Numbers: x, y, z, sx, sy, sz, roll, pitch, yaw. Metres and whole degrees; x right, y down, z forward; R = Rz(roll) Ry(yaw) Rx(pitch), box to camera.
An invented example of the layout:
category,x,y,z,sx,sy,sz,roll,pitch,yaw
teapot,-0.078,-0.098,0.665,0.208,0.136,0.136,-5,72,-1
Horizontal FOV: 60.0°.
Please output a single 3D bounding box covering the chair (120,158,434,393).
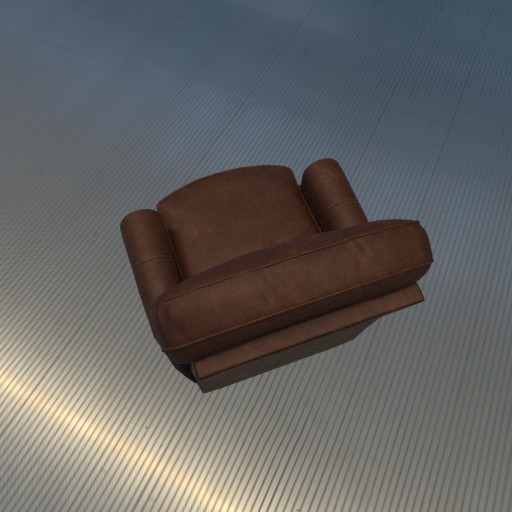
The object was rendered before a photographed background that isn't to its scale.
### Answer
category,x,y,z,sx,sy,sz,roll,pitch,yaw
chair,0.000,0.000,1.736,0.936,1.018,0.986,-17,61,-10
